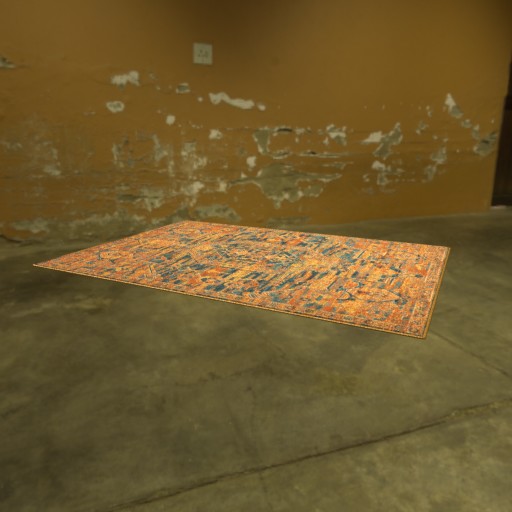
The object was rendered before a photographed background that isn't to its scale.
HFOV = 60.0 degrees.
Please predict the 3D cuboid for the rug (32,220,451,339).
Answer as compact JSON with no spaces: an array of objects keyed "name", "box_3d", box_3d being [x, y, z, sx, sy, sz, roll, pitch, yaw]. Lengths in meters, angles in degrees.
[{"name":"rug","box_3d":[0.000,0.000,3.739,2.916,0.019,2.043,8,17,25]}]
